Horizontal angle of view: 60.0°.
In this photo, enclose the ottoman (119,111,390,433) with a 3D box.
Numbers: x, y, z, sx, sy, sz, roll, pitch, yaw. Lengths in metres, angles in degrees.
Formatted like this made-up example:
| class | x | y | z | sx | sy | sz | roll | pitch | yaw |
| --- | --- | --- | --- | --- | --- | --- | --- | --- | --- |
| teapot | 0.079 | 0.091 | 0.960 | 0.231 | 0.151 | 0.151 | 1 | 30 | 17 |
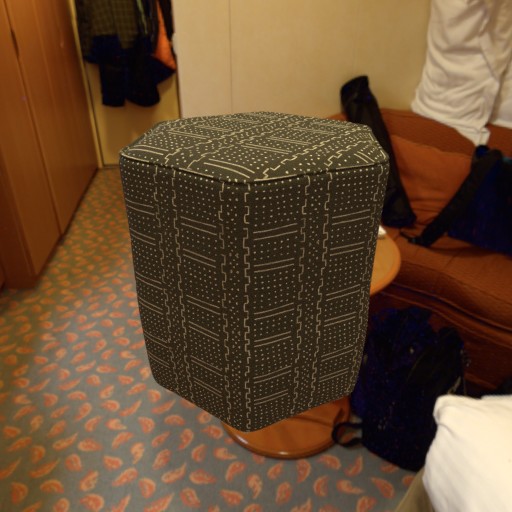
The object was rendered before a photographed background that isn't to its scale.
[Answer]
| class | x | y | z | sx | sy | sz | roll | pitch | yaw |
| --- | --- | --- | --- | --- | --- | --- | --- | --- | --- |
| ottoman | 0.000 | 0.000 | 0.909 | 0.494 | 0.502 | 0.443 | 18 | 33 | 30 |
